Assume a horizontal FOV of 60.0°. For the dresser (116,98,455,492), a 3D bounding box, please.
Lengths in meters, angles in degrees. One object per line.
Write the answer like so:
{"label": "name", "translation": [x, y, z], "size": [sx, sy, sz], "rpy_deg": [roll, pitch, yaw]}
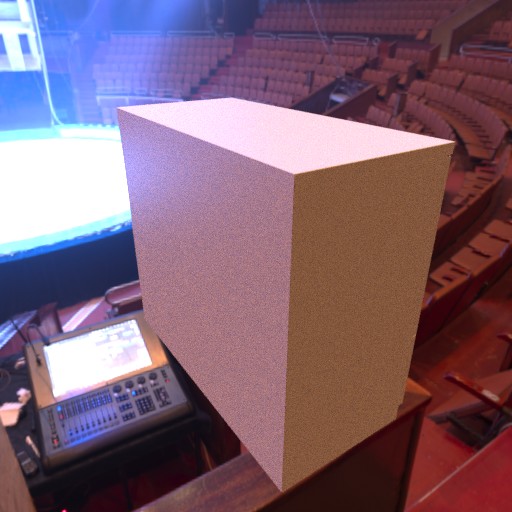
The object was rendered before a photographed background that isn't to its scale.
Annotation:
{"label": "dresser", "translation": [0.000, 0.000, 1.251], "size": [0.420, 0.740, 0.830], "rpy_deg": [-17, 31, -30]}
